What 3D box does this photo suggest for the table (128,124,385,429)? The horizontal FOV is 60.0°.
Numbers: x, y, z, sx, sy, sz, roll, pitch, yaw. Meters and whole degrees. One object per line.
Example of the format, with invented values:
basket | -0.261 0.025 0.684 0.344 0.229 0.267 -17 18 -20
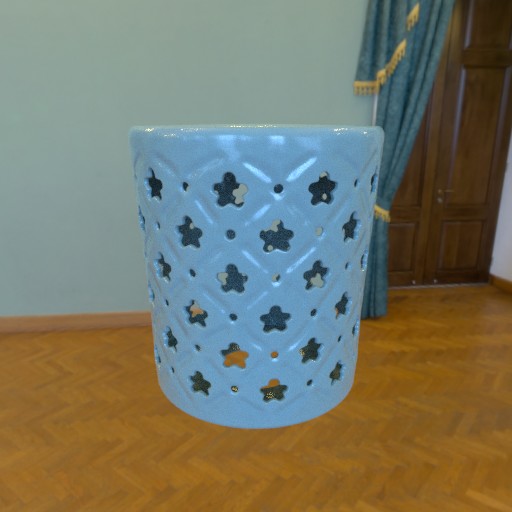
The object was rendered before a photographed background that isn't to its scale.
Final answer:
table | 0.000 0.000 0.678 0.352 0.387 0.352 0 16 0
